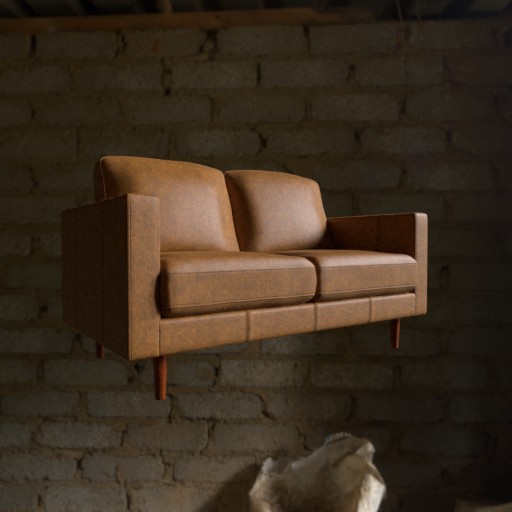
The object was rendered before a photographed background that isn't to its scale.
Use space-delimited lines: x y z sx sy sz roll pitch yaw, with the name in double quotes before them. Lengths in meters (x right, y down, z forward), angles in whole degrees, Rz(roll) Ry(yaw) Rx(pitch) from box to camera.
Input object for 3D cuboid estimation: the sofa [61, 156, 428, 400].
"sofa" 0.000 0.000 2.152 1.578 0.951 0.909 -1 2 -36
